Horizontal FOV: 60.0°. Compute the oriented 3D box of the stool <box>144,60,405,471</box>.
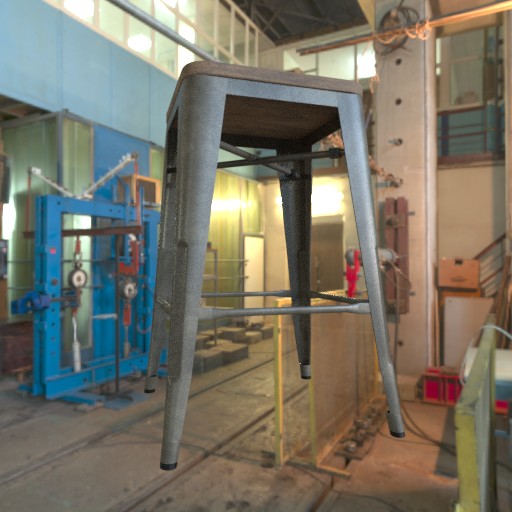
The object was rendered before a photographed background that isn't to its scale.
[{"bbox_3d":[0.000,0.000,0.877,0.407,0.607,0.407,0,-1,-17],"label":"stool"}]
